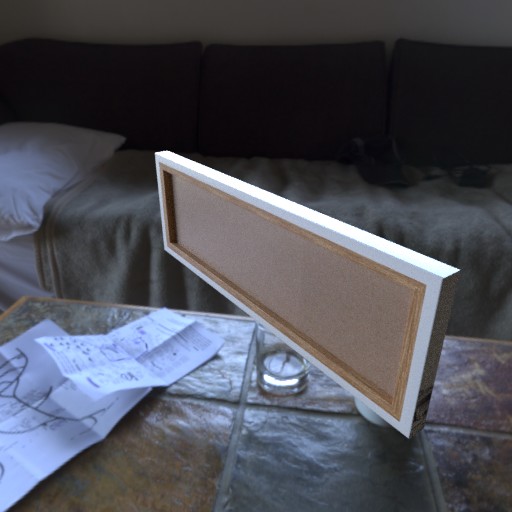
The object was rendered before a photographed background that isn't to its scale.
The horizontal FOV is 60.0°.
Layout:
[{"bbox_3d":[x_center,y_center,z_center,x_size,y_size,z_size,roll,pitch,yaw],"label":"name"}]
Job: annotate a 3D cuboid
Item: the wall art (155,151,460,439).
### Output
[{"bbox_3d":[0.000,0.000,0.847,0.036,0.256,0.766,-18,31,-32],"label":"wall art"}]
